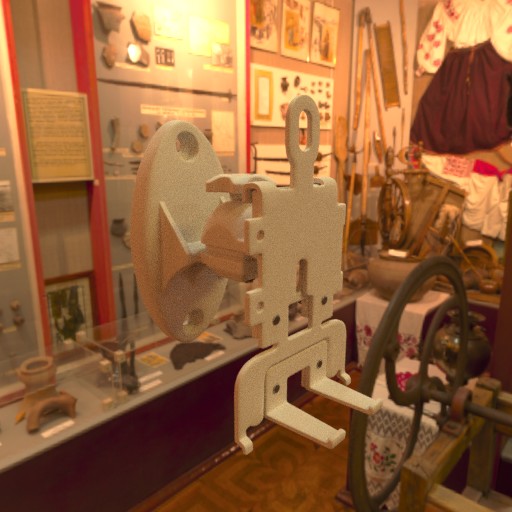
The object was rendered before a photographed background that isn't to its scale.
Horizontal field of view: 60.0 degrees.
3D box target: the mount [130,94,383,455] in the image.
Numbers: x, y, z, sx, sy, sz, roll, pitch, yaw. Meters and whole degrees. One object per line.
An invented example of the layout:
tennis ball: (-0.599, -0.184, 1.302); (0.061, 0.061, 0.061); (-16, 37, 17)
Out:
mount: (0.000, 0.000, 0.176); (0.100, 0.118, 0.066); (12, 18, 42)
